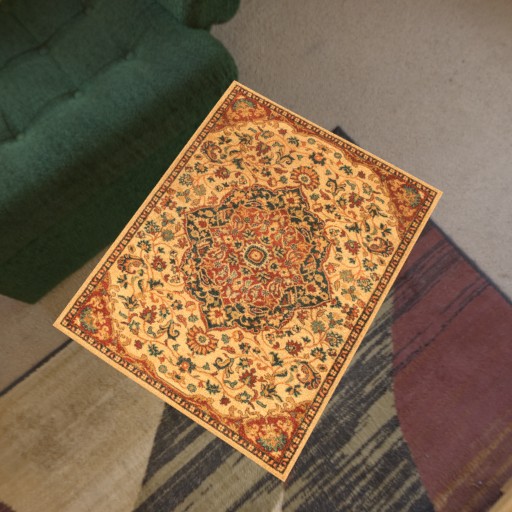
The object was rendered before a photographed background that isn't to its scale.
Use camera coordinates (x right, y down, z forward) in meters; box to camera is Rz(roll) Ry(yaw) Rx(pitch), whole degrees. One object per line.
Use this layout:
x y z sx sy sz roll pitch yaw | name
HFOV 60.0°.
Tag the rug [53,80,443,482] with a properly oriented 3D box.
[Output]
0.000 0.000 4.205 2.454 0.005 3.067 31 77 8 | rug
